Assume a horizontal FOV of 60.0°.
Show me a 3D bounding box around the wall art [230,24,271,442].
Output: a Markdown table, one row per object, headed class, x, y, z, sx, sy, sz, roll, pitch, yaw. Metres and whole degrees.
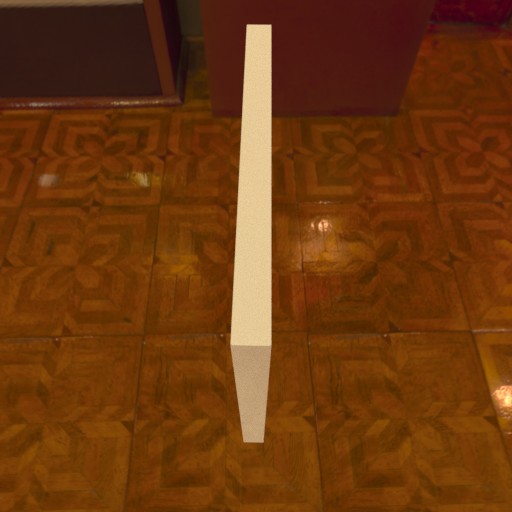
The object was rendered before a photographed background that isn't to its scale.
| class | x | y | z | sx | sy | sz | roll | pitch | yaw |
| --- | --- | --- | --- | --- | --- | --- | --- | --- | --- |
| wall art | 0.000 | 0.000 | 0.751 | 0.037 | 0.508 | 0.508 | 1 | 58 | 1 |
